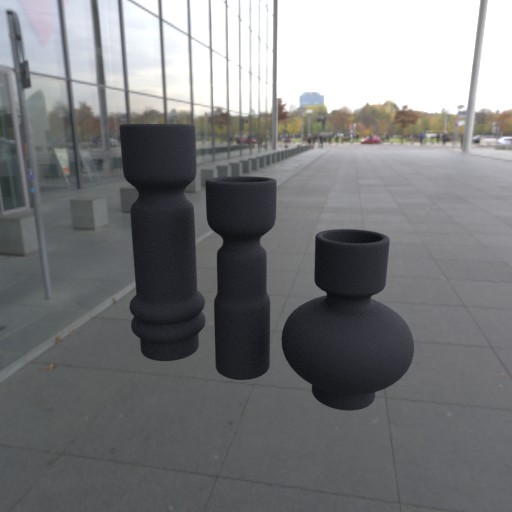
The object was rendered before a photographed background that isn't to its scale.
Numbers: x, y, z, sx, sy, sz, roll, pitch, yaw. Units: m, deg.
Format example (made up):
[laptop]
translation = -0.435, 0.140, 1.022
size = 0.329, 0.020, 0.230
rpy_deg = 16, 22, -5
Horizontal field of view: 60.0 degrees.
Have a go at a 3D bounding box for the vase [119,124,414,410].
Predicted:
[vase]
translation = 0.000, 0.000, 0.434
size = 0.307, 0.249, 0.120
rpy_deg = 8, 17, 26
